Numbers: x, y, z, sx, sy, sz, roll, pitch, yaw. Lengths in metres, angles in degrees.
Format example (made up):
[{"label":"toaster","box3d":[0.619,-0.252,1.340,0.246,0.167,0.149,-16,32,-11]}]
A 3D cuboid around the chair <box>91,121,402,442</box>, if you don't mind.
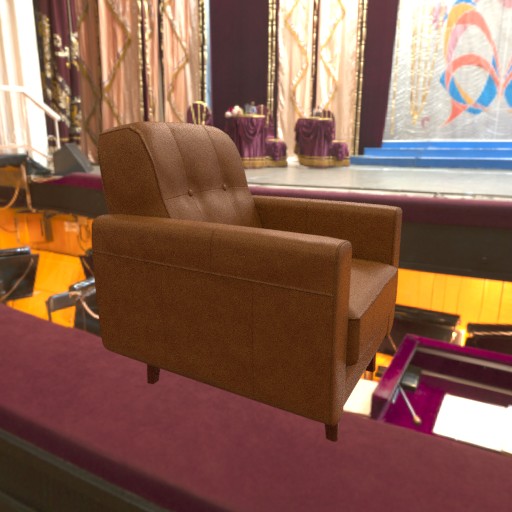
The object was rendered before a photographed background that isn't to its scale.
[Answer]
[{"label":"chair","box3d":[0.000,0.000,1.653,0.942,0.968,0.845,7,16,27]}]
